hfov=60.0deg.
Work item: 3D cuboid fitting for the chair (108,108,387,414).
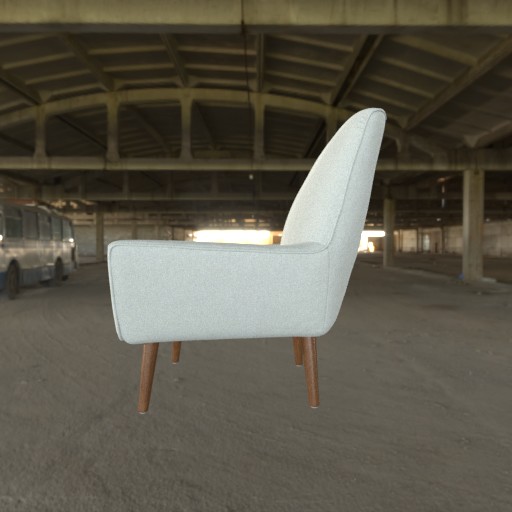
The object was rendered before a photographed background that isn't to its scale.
[{"bbox_3d":[0.000,0.000,1.527,0.822,0.888,0.787,0,2,0],"label":"chair"}]
